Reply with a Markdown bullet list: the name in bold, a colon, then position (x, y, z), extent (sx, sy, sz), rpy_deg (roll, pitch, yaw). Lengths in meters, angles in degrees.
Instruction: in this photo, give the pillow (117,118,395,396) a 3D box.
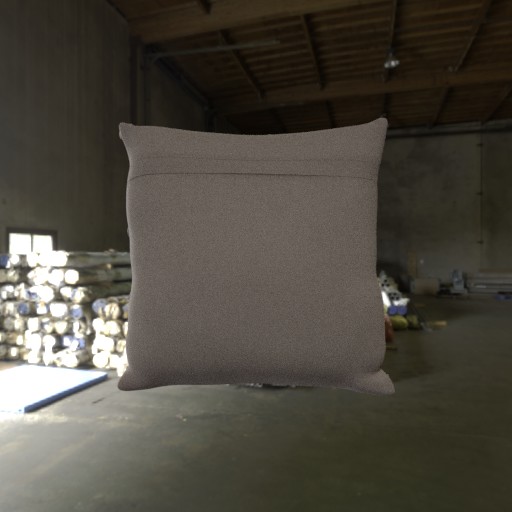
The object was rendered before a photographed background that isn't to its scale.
- **pillow**: position (0.000, 0.000, 0.710), extent (0.439, 0.440, 0.185), rpy_deg (0, 0, 0)
